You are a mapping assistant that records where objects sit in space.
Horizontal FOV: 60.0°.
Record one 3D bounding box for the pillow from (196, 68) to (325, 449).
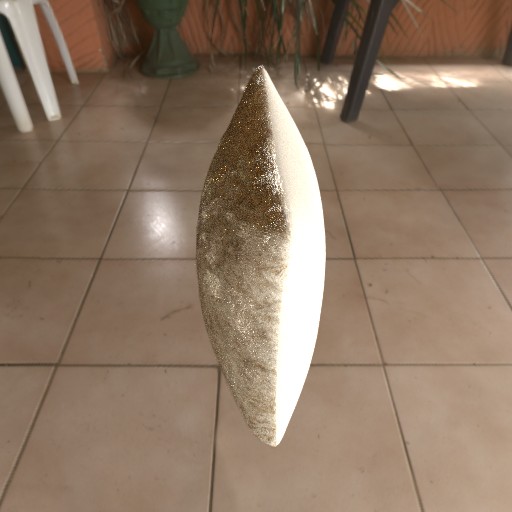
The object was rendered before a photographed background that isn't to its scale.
[{"bbox_3d":[0.000,0.000,0.819,0.216,0.525,0.538,-1,41,-1],"label":"pillow"}]
